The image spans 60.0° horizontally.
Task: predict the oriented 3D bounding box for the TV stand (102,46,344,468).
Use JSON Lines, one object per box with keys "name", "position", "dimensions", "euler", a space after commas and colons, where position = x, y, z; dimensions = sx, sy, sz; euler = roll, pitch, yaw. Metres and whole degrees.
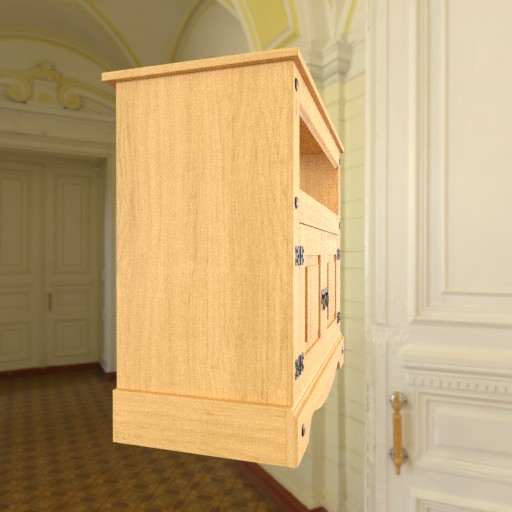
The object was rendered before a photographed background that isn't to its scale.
{"name": "TV stand", "position": [0.000, 0.000, 1.293], "dimensions": [0.430, 0.787, 0.851], "euler": [0, 1, 17]}
